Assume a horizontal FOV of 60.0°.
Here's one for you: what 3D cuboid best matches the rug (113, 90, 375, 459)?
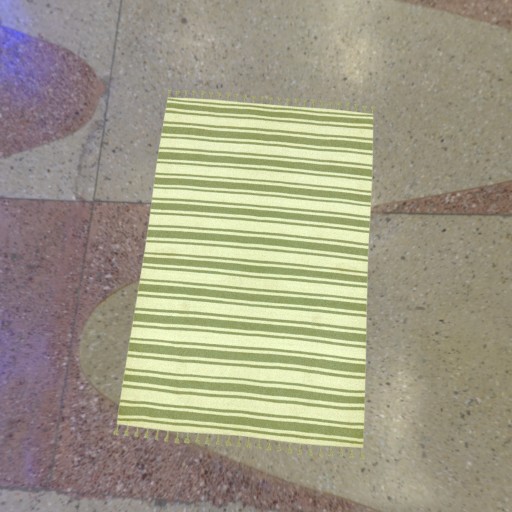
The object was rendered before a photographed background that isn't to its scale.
[{"bbox_3d":[0.000,0.000,2.989,1.540,0.018,2.435,5,76,1],"label":"rug"}]
